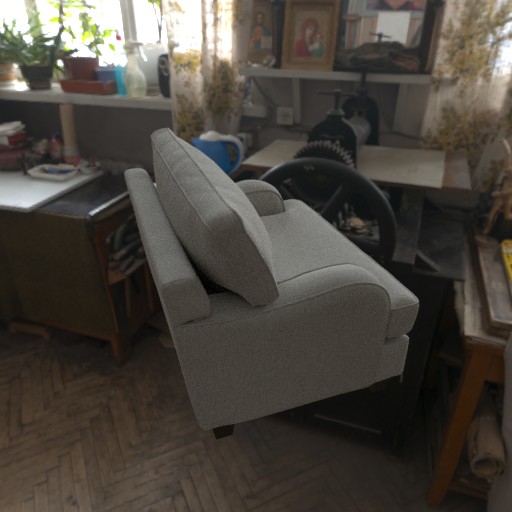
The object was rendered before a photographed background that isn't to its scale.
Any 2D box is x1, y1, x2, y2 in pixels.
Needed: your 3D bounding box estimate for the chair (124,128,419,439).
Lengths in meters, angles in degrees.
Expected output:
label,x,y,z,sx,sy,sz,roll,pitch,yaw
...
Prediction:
label,x,y,z,sx,sy,sz,roll,pitch,yaw
chair,0.000,0.000,2.128,1.041,1.016,1.220,-10,31,-17
